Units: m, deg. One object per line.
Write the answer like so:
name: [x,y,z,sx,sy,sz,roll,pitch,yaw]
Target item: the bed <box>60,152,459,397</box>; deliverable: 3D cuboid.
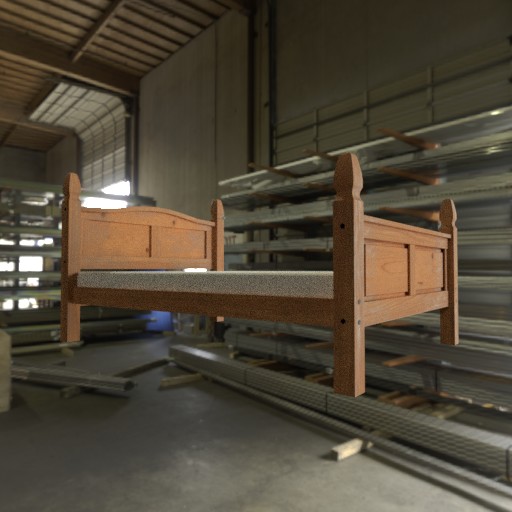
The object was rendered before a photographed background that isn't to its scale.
bed: [0.000,0.000,2.844,2.069,1.100,1.490,-1,-2,38]
